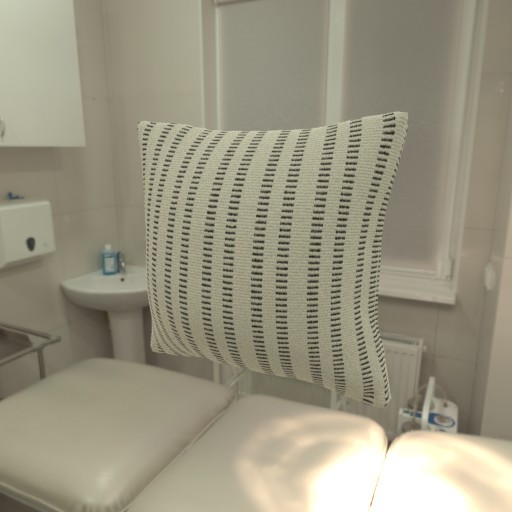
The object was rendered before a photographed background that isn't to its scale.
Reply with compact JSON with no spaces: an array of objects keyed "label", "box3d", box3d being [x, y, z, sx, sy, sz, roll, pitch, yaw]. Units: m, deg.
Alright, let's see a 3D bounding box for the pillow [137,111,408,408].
[{"label":"pillow","box3d":[0.000,0.000,0.697,0.438,0.419,0.247,7,15,25]}]
